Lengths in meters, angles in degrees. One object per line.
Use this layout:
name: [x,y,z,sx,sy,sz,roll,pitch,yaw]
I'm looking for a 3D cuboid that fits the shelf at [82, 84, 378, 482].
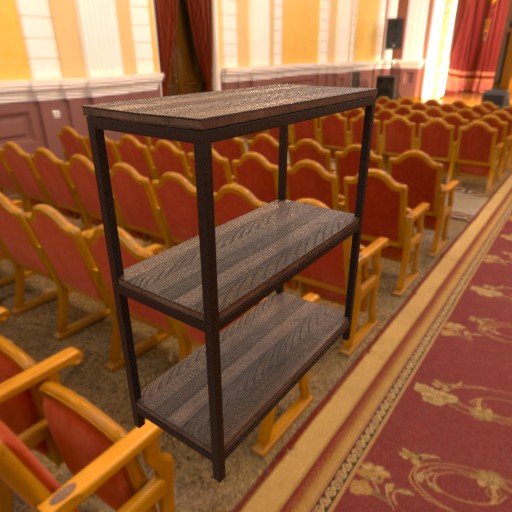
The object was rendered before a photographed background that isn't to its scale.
shelf: [0.000,0.000,1.386,0.352,0.947,0.822,17,30,32]
